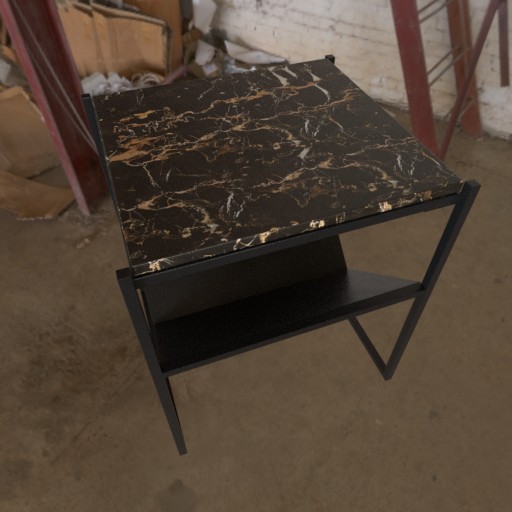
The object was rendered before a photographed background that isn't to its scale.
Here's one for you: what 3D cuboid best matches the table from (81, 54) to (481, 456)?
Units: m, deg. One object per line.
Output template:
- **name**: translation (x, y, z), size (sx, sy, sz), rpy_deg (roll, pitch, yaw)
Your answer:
- **table**: translation (0.000, 0.000, 0.855), size (0.469, 0.534, 0.432), rpy_deg (-15, 49, -14)
